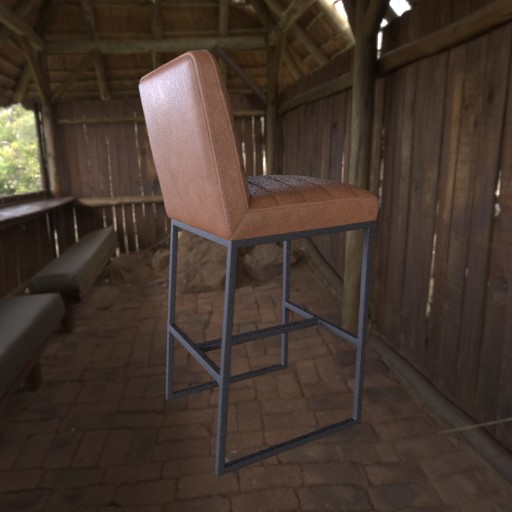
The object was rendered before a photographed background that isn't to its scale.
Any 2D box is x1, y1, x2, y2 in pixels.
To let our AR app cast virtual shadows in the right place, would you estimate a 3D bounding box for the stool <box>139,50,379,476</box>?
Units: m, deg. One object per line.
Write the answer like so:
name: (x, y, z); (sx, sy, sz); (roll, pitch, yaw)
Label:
stool: (0.000, 0.000, 1.334); (0.556, 1.040, 0.458); (-7, 15, -28)
